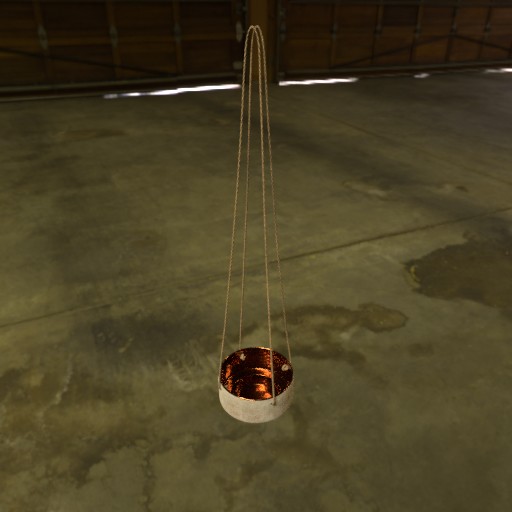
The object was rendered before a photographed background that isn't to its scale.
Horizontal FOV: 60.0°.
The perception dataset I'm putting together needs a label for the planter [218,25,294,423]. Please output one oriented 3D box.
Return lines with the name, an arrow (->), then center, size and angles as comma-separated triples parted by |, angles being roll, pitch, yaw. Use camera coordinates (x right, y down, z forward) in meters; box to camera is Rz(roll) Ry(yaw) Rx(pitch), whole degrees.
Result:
planter -> 0.000, 0.000, 1.116 | 0.223, 1.030, 0.223 | 10, 31, 18
